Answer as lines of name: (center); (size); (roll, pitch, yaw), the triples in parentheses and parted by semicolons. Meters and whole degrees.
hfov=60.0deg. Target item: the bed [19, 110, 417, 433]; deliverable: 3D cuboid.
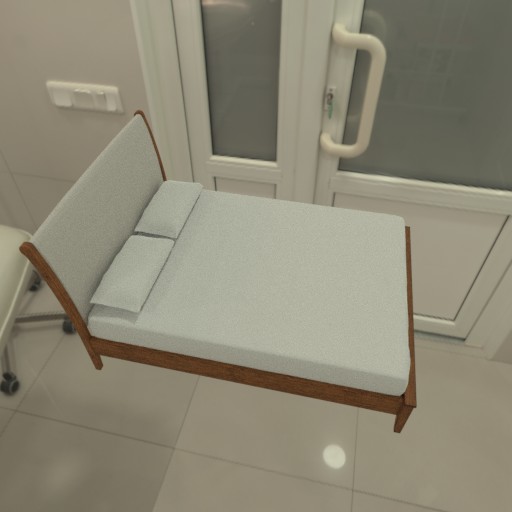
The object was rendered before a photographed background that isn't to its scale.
bed: (0.000, 0.000, 2.934); (2.108, 1.135, 1.502); (9, 46, 9)
